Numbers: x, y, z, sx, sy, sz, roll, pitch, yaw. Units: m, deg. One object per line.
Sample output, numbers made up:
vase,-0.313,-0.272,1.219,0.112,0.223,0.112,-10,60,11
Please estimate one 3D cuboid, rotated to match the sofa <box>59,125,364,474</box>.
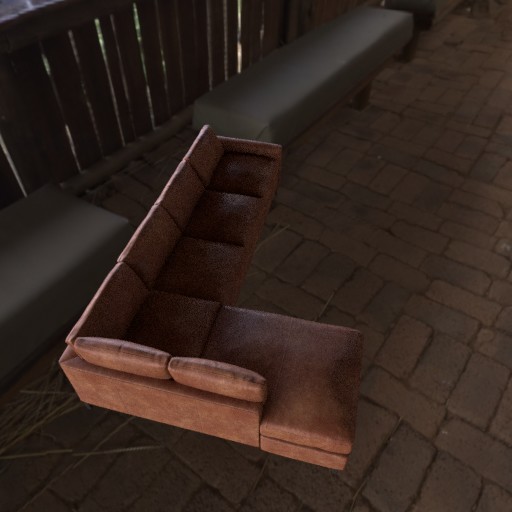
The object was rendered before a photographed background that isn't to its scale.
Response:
sofa,0.000,0.000,3.838,1.938,0.877,2.984,10,46,10
